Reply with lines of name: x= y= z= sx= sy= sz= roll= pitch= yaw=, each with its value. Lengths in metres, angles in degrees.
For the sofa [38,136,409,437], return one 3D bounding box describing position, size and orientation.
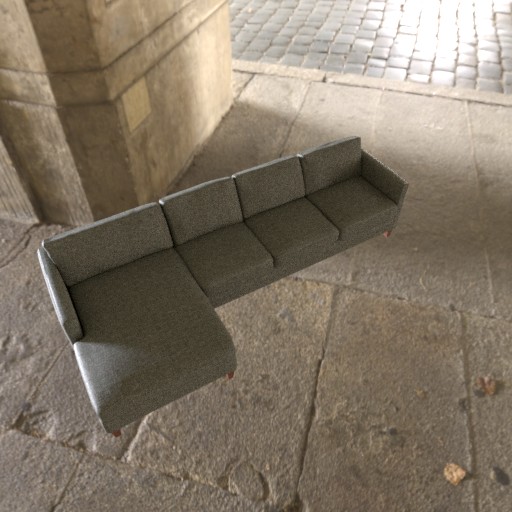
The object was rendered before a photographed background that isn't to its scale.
sofa: x=0.000 y=0.000 z=4.108 sx=3.485 sy=0.960 sz=1.635 roll=-23 pitch=50 yaw=-21
